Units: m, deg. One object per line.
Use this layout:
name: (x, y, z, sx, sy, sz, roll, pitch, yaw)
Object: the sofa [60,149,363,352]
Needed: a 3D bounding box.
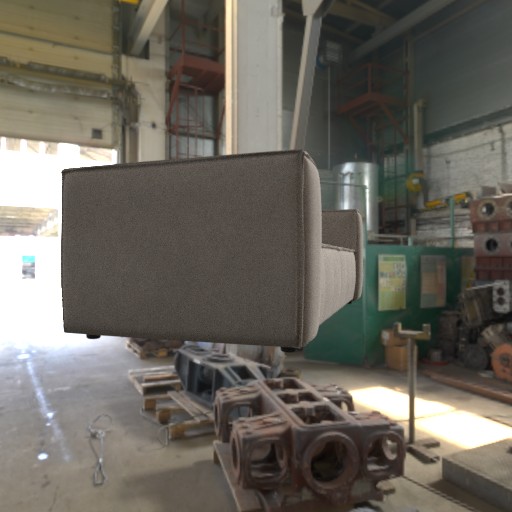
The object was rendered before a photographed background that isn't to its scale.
sofa: (0.000, 0.000, 2.498, 1.038, 0.680, 1.995, 0, -1, 18)
